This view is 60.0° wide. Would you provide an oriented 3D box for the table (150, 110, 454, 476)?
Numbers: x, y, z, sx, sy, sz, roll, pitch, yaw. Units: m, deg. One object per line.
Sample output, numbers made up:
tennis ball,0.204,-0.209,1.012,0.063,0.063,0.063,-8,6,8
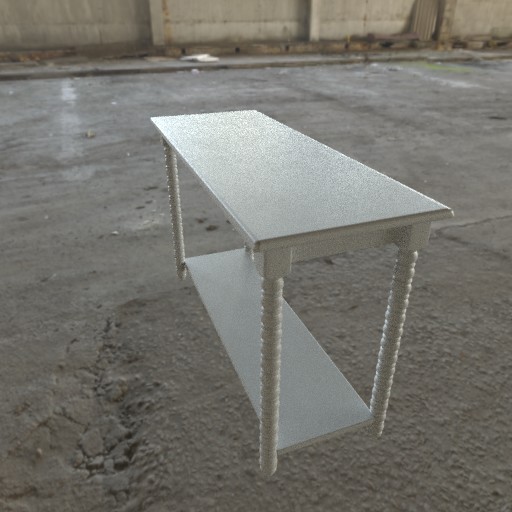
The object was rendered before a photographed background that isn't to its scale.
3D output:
table,0.000,0.000,1.524,0.459,0.740,1.184,-10,30,-18
